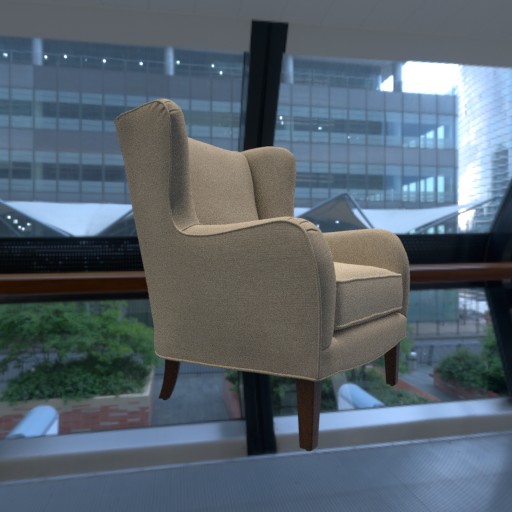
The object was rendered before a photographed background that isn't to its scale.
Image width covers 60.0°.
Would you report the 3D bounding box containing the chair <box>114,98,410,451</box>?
[{"bbox_3d":[0.000,0.000,1.710,0.966,1.040,0.838,0,0,34],"label":"chair"}]
